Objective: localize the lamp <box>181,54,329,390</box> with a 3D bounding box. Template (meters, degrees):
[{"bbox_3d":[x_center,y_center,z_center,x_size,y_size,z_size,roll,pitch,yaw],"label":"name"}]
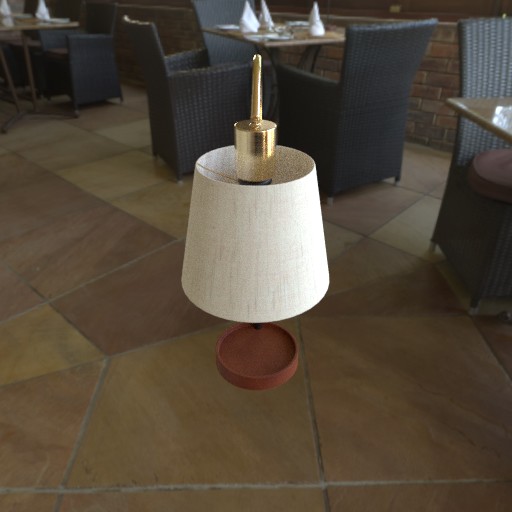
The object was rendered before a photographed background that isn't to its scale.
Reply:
[{"bbox_3d":[0.000,0.000,0.659,0.211,0.536,0.273,1,32,1],"label":"lamp"}]
